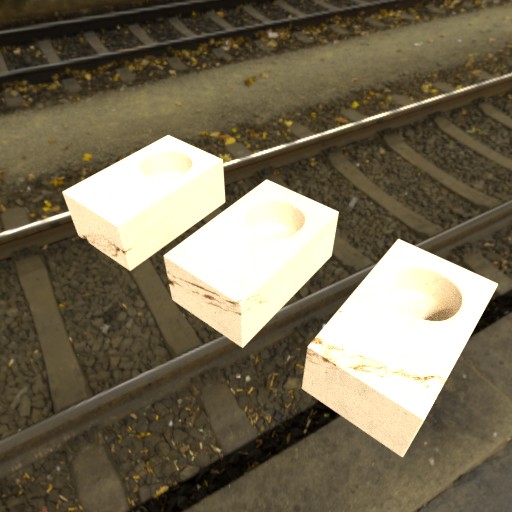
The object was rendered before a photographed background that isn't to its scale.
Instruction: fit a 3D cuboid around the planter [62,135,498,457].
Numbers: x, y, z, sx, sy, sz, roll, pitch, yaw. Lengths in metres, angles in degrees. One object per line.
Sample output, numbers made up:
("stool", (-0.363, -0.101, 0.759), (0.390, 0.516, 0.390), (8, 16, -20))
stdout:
("planter", (0.000, 0.000, 0.367), (0.333, 0.051, 0.127), (29, 51, 26))
